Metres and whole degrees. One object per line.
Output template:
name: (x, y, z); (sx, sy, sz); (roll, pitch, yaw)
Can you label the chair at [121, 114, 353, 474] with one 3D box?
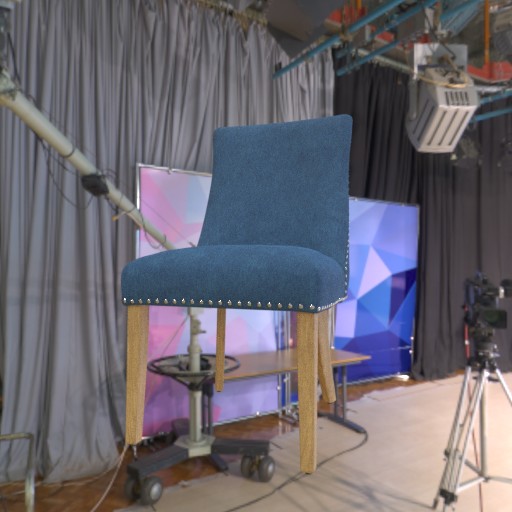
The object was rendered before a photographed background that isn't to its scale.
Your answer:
chair: (0.000, 0.000, 1.248); (0.495, 0.902, 0.610); (0, 0, 19)
